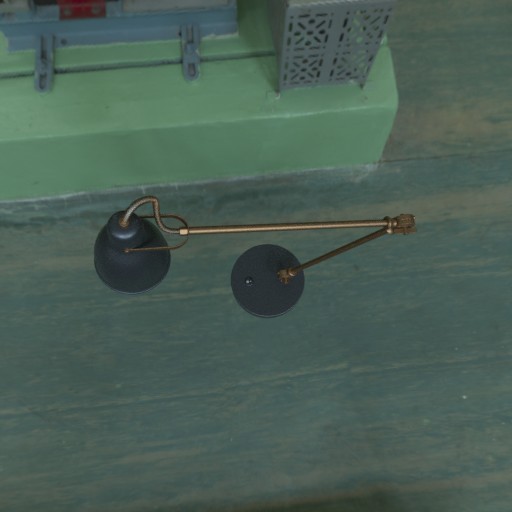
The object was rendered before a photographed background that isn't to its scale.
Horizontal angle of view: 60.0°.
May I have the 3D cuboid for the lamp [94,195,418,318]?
[{"bbox_3d":[0.000,0.000,0.870,0.561,0.587,0.187,-7,76,-2],"label":"lamp"}]
